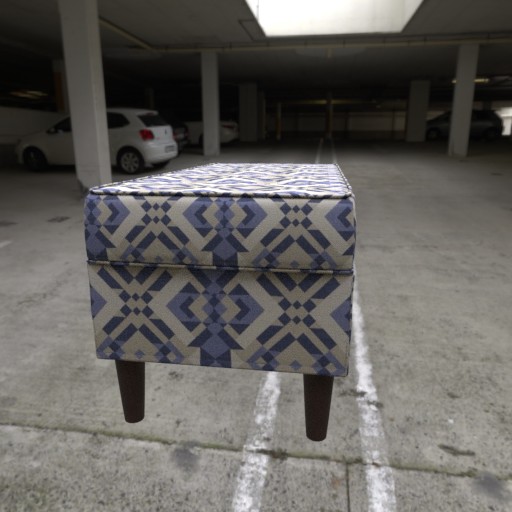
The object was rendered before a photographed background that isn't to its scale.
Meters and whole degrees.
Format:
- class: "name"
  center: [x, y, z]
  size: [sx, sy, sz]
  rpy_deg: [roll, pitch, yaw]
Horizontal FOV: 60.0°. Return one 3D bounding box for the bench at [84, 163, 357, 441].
- class: "bench"
  center: [0.000, 0.000, 1.272]
  size: [0.492, 0.477, 1.016]
  rpy_deg: [2, 15, 8]
